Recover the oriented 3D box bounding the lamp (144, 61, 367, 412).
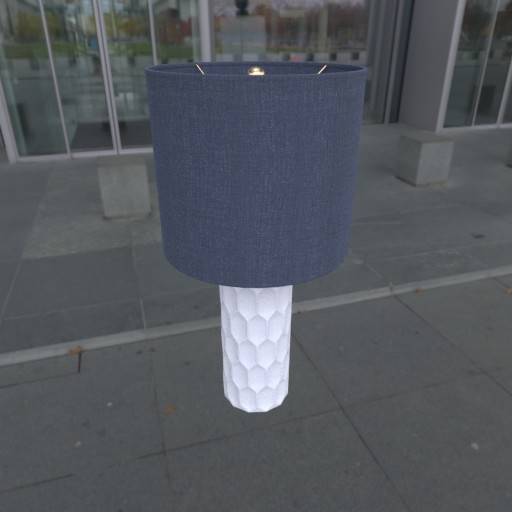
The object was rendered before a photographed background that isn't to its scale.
[{"bbox_3d":[0.000,0.000,0.682,0.277,0.537,0.277,-1,26,-2],"label":"lamp"}]
